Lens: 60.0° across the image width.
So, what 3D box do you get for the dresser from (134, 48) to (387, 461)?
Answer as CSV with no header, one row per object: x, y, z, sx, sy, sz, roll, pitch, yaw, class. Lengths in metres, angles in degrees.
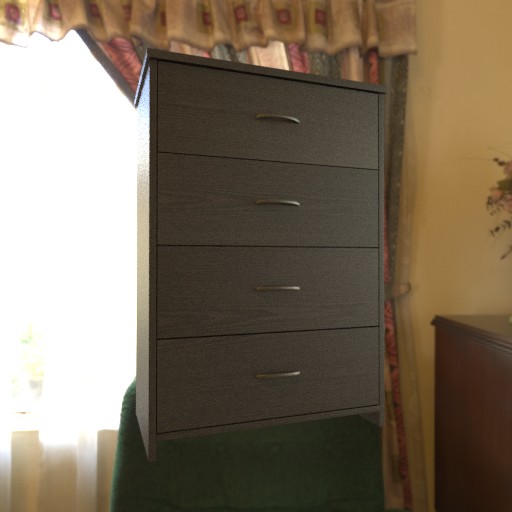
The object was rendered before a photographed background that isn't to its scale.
0.000,0.000,1.381,0.704,1.020,0.399,0,-1,-20,dresser
